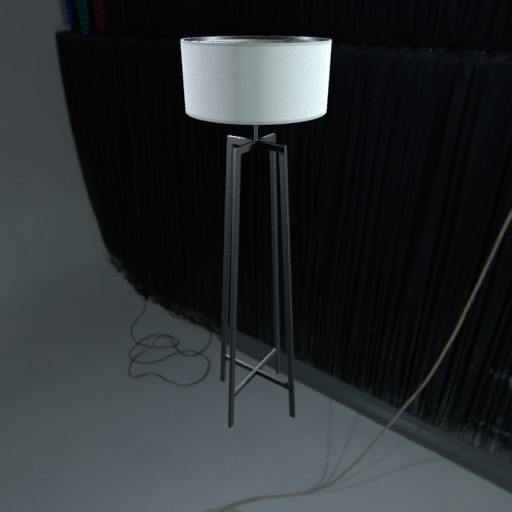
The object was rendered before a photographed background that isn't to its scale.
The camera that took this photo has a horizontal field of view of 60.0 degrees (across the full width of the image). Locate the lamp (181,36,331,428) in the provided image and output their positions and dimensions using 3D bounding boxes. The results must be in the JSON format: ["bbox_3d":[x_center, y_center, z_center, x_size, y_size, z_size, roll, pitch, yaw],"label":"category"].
[{"bbox_3d":[0.000,0.000,1.717,0.456,1.510,0.457,18,33,29],"label":"lamp"}]
